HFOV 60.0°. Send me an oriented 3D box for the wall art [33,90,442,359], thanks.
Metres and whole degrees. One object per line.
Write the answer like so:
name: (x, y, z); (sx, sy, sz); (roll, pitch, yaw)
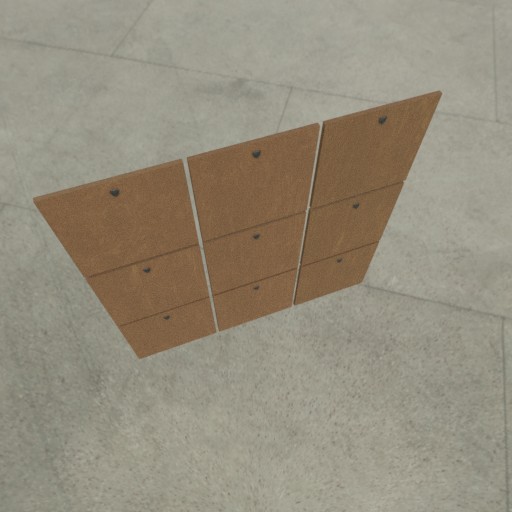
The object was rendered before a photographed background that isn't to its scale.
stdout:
wall art: (0.000, 0.000, 1.324); (0.915, 0.913, 0.018); (-18, 60, -11)
